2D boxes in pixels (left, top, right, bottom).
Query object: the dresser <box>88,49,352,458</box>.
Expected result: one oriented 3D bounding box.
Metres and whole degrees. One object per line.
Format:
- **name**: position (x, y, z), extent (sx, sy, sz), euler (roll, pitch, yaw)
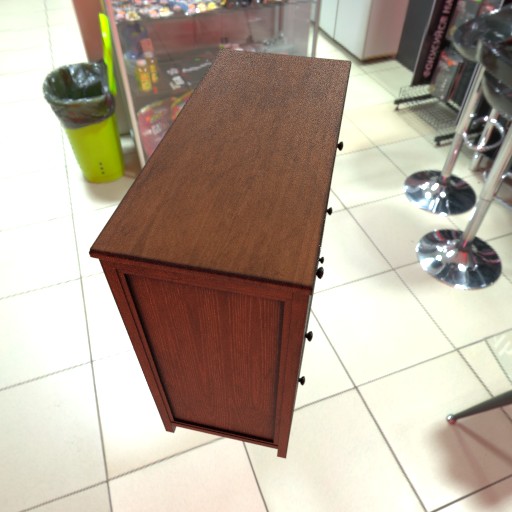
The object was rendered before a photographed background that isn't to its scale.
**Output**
- **dresser**: position (0.000, 0.000, 1.932), extent (0.591, 1.224, 1.250), euler (9, 48, 8)
